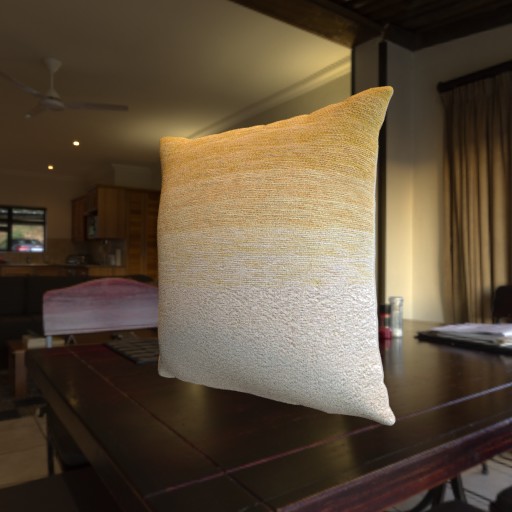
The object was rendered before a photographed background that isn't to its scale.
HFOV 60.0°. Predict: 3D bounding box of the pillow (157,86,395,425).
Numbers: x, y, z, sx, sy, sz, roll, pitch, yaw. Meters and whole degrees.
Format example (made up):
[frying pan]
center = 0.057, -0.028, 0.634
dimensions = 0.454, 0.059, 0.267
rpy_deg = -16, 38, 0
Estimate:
[pillow]
center = 0.000, 0.000, 0.711
dimensions = 0.450, 0.450, 0.211
rpy_deg = 0, -1, 36
